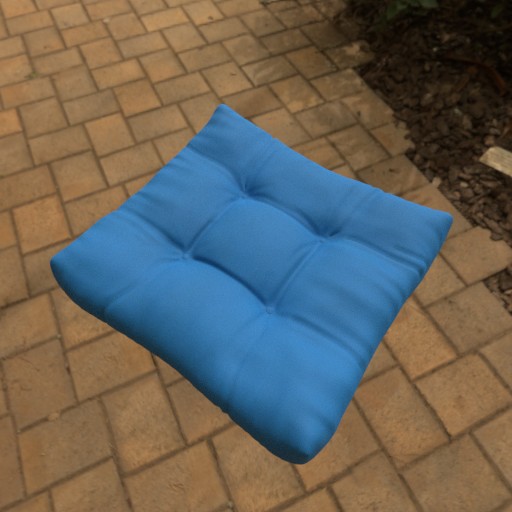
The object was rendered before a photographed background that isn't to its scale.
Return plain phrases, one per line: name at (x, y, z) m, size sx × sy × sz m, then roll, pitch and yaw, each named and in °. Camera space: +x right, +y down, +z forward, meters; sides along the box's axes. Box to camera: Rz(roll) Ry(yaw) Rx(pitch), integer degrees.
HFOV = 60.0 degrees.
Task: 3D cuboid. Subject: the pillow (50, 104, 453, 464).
pillow at (0.000, 0.000, 0.735) m, size 0.490 × 0.128 × 0.468 m, roll 31°, pitch 63°, yaw 18°
